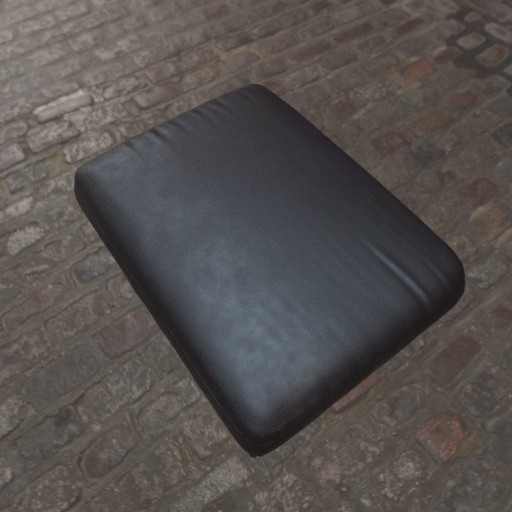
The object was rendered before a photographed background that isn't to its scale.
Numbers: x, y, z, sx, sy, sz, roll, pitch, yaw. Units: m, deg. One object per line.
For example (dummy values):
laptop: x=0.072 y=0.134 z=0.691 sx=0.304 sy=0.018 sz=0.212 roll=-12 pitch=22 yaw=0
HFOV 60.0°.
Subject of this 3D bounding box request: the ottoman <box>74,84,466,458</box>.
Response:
ottoman: x=0.000 y=0.000 z=1.071 sx=0.570 sy=0.402 sz=0.764 roll=-32 pitch=64 yaw=-18
